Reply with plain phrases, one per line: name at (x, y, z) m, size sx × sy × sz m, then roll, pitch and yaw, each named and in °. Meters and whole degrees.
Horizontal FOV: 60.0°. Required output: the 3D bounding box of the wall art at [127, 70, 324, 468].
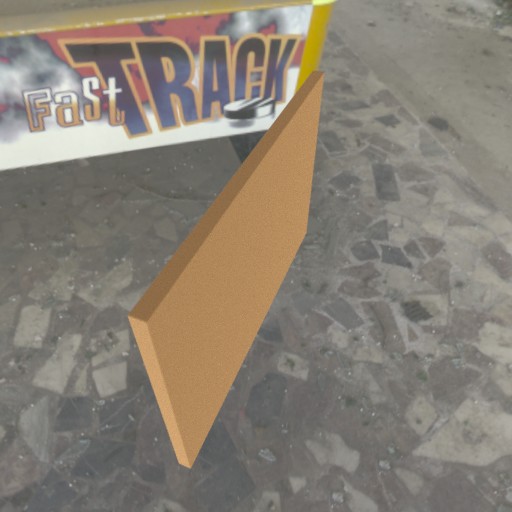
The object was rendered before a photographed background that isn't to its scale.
wall art at (0.000, 0.000, 1.163) m, size 0.033 × 0.608 × 0.915 m, roll 17°, pitch 48°, yaw 15°
